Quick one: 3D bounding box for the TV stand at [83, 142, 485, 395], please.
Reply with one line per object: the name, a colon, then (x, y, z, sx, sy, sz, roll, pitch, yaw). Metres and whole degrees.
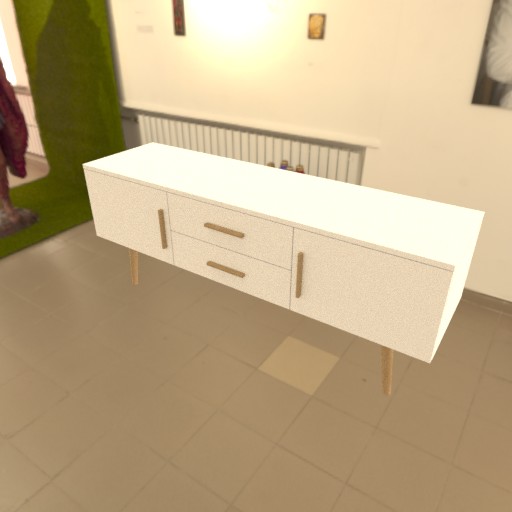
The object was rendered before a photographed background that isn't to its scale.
TV stand: (0.000, 0.000, 1.673, 1.398, 0.560, 0.401, 18, 34, 29)
